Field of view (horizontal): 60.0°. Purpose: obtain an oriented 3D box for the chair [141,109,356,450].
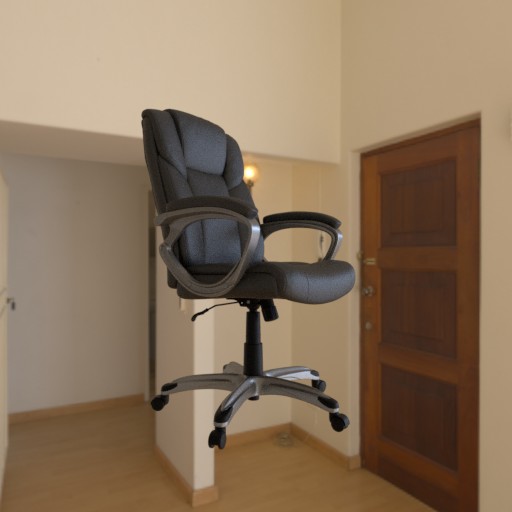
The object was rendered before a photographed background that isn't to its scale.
[{"bbox_3d":[0.000,0.000,1.628,0.719,1.130,0.721,0,0,36],"label":"chair"}]
